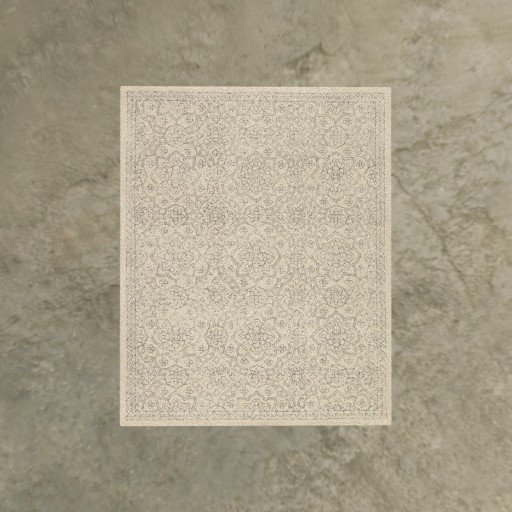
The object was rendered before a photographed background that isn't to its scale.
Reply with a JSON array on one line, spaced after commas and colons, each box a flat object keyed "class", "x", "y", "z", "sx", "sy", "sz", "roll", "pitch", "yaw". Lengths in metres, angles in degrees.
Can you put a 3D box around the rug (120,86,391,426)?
[{"class": "rug", "x": 0.000, "y": 0.000, "z": 3.991, "sx": 2.441, "sy": 0.015, "sz": 3.050, "roll": 0, "pitch": 90, "yaw": -1}]
